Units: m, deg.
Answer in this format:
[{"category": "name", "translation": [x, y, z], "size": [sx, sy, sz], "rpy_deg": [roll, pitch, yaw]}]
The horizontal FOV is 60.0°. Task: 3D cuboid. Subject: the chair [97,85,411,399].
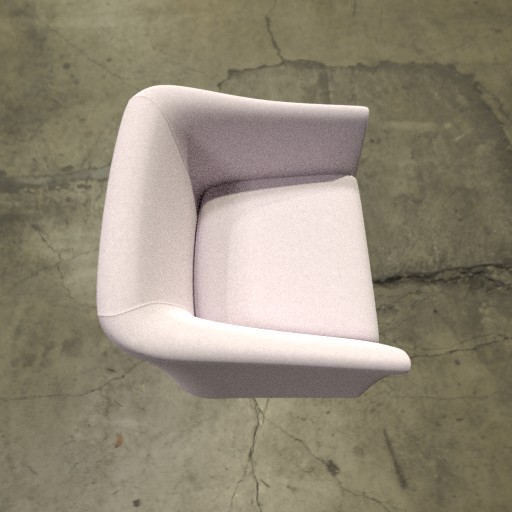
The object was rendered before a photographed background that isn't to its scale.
[{"category": "chair", "translation": [0.000, 0.000, 1.344], "size": [0.700, 0.720, 0.790], "rpy_deg": [-1, 64, 0]}]
